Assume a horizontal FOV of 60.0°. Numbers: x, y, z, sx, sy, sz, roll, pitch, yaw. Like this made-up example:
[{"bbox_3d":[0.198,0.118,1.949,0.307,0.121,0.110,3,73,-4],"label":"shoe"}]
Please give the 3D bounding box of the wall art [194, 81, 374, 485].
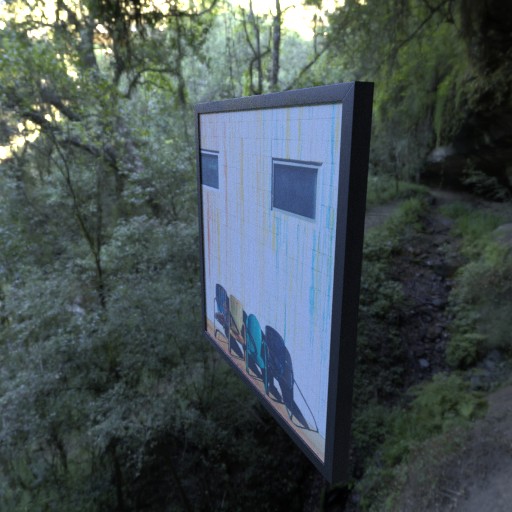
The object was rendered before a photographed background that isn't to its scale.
[{"bbox_3d":[0.000,0.000,1.124,0.039,0.763,0.763,-8,18,-25],"label":"wall art"}]
